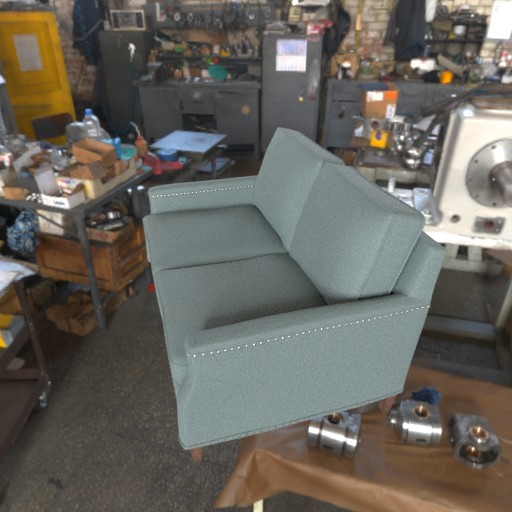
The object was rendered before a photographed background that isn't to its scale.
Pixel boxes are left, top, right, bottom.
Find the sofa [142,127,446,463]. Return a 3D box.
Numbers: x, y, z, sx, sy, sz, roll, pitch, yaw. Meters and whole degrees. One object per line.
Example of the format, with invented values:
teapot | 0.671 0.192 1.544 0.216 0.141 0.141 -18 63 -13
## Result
sofa | 0.000 0.000 2.333 1.084 1.003 1.597 -9 31 -14
